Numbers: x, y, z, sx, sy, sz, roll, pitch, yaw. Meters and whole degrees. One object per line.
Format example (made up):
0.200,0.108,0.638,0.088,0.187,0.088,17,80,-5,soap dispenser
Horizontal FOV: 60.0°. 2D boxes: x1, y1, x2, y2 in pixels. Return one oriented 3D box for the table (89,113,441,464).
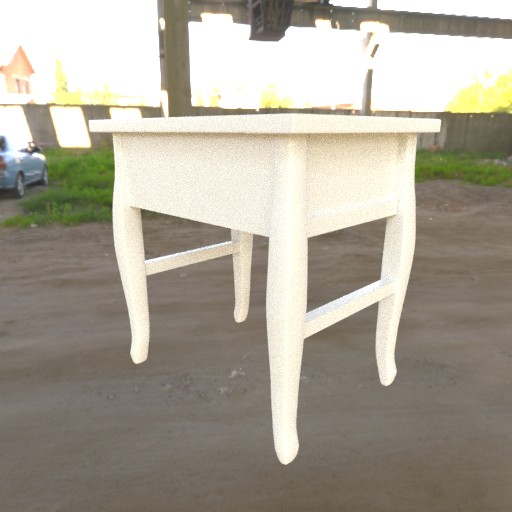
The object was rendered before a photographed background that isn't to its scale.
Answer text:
0.000,0.000,1.023,0.599,0.605,0.463,15,22,43,table
